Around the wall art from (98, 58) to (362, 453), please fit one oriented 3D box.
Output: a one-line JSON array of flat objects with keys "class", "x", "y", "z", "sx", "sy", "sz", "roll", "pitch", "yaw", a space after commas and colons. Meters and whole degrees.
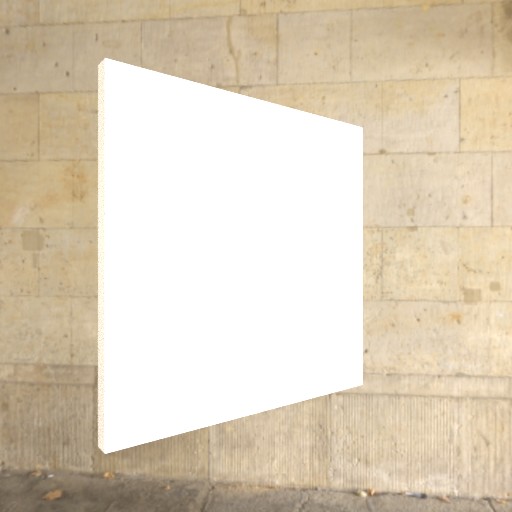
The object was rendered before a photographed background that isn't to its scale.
[{"class": "wall art", "x": 0.000, "y": 0.000, "z": 1.098, "sx": 0.762, "sy": 0.762, "sz": 0.040, "roll": 0, "pitch": 0, "yaw": -37}]
